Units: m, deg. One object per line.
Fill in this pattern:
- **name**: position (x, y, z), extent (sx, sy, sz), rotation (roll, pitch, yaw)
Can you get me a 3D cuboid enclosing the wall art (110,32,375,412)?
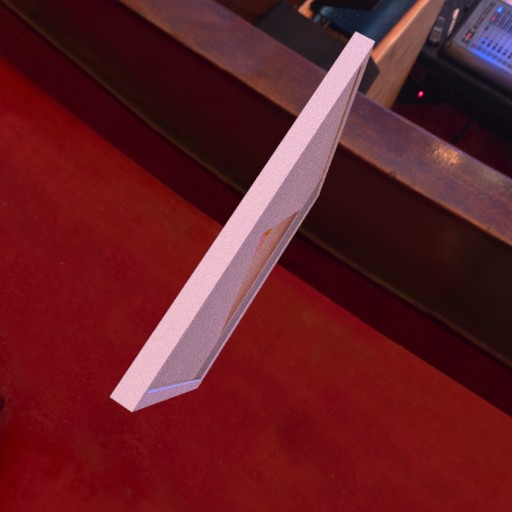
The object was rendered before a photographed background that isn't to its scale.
- **wall art**: position (0.000, 0.000, 1.116), extent (0.041, 0.765, 0.768), rotation (31, 78, 7)
